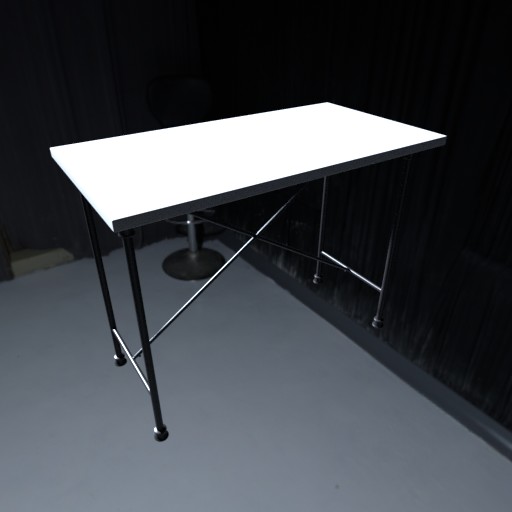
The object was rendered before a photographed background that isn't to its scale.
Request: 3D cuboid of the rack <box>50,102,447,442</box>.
[{"bbox_3d":[0.000,0.000,1.685,1.159,0.880,0.613,-19,36,-28],"label":"rack"}]
